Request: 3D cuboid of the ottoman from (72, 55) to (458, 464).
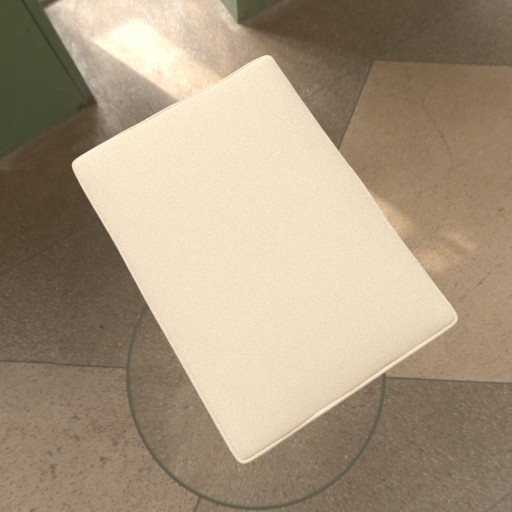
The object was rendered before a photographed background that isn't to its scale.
[{"bbox_3d":[0.000,0.000,1.328,0.703,0.479,0.944,-31,78,-7],"label":"ottoman"}]
